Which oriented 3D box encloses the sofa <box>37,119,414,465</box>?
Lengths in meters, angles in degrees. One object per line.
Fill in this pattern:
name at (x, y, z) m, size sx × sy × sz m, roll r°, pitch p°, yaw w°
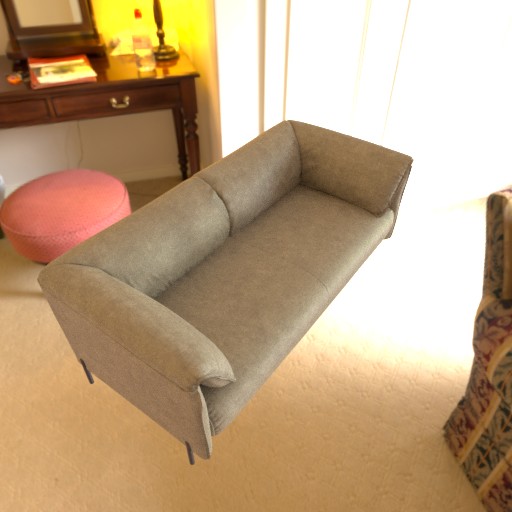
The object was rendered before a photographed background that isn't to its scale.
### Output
sofa at (0.000, 0.000, 2.365) m, size 0.905 × 0.747 × 1.878 m, roll 26°, pitch 47°, yaw 27°
